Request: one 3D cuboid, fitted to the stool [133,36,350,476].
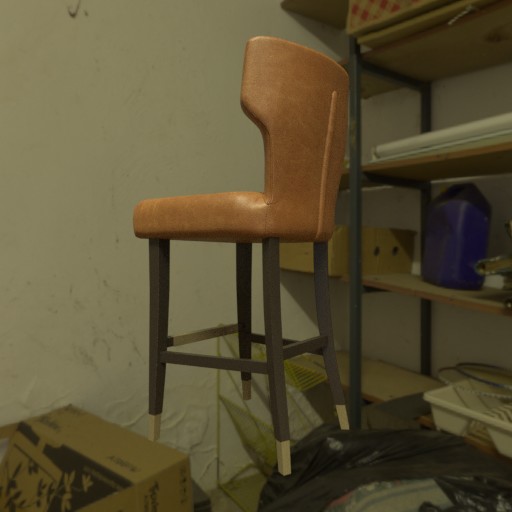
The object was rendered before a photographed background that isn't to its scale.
[{"bbox_3d":[0.000,0.000,1.384,0.563,1.092,0.526,0,-1,36],"label":"stool"}]
